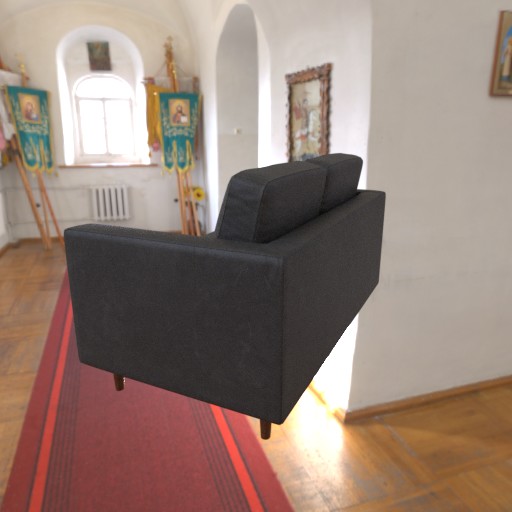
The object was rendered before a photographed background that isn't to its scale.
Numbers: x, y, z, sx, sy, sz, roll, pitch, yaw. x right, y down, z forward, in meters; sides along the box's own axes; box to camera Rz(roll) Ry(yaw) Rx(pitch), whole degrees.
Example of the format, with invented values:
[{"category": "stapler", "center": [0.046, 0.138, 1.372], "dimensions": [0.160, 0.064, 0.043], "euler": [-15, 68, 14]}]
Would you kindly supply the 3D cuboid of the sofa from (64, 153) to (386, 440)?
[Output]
[{"category": "sofa", "center": [0.000, 0.000, 2.049], "dimensions": [0.879, 0.899, 1.430], "euler": [8, 18, 25]}]
